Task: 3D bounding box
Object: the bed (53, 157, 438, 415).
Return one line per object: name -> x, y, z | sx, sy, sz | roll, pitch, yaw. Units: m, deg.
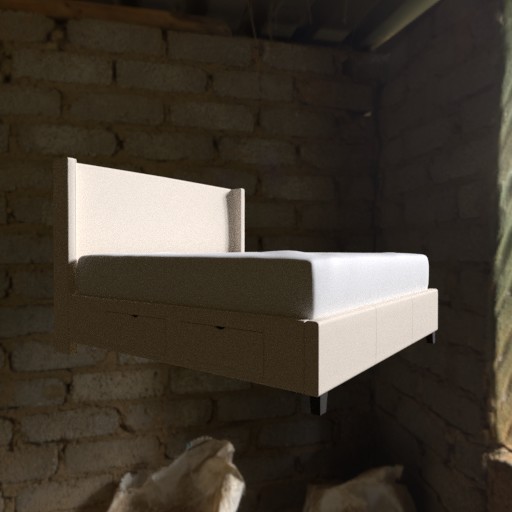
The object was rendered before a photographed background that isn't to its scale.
bed -> 0.000, 0.000, 3.573 | 2.293, 1.471, 2.145 | 1, 1, 36
